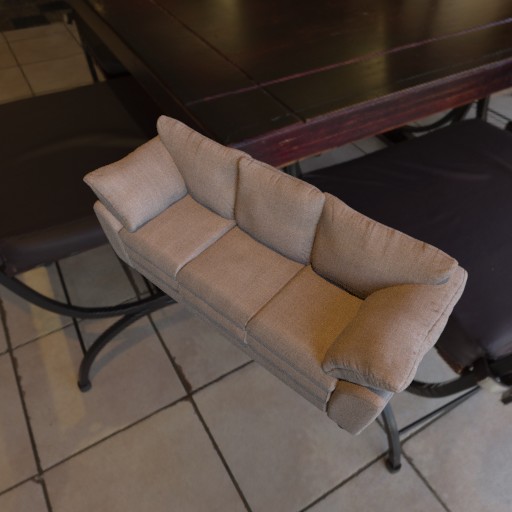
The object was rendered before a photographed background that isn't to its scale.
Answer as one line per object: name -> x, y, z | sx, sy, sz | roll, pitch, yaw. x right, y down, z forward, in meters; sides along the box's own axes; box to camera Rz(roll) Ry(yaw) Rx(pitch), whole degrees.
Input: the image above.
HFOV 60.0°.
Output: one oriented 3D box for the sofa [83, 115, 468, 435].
sofa -> 0.000, 0.000, 2.812 | 2.334, 0.996, 0.878 | 32, 54, 27
